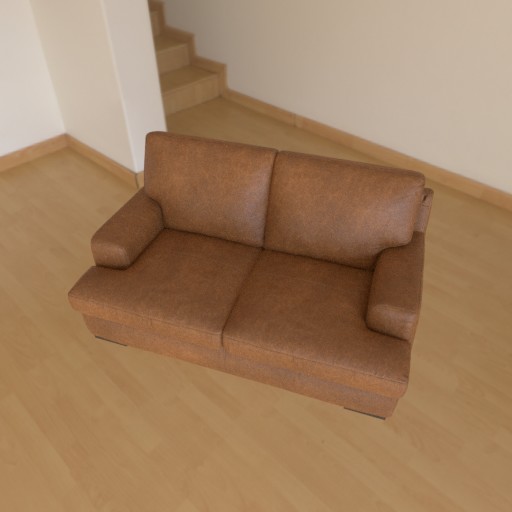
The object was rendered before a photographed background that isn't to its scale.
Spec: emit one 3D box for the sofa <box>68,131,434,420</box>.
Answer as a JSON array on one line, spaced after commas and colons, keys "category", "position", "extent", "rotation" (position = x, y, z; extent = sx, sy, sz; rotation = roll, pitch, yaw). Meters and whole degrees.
[{"category": "sofa", "position": [0.000, 0.000, 2.560], "extent": [1.880, 0.966, 1.144], "rotation": [12, 43, 13]}]
